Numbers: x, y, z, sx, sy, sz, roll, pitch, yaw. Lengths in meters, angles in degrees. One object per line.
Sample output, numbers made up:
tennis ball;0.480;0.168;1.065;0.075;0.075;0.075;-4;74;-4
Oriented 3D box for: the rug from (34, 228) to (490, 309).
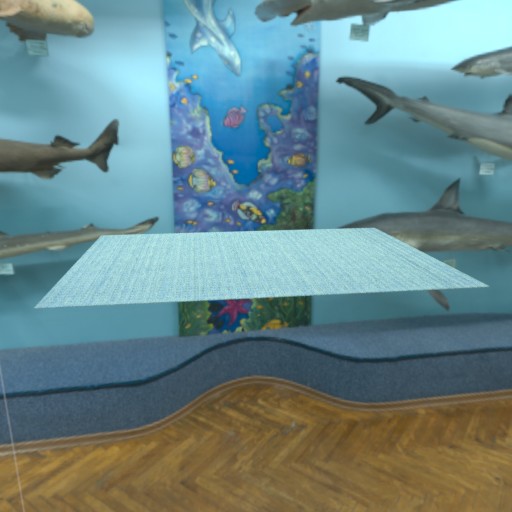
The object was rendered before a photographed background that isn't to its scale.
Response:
rug;0.000;0.000;3.731;2.895;0.006;1.982;-2;15;-7
